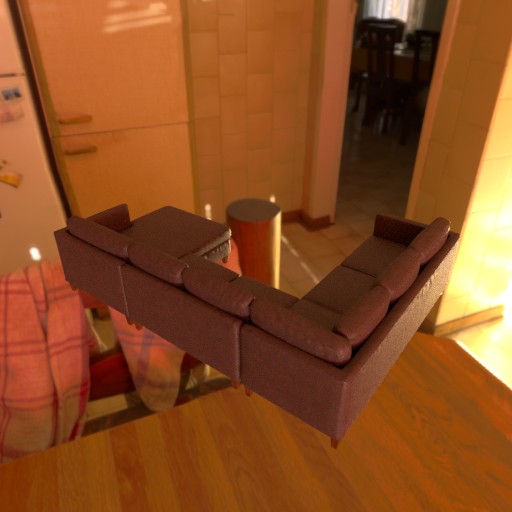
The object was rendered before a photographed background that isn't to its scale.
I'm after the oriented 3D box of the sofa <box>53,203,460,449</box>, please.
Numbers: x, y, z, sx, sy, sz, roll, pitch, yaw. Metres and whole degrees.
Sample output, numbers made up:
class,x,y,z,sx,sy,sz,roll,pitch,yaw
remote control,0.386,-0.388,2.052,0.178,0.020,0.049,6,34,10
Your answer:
class,x,y,z,sx,sy,sz,roll,pitch,yaw
sofa,0.000,0.000,4.758,3.460,0.923,2.593,21,37,31
